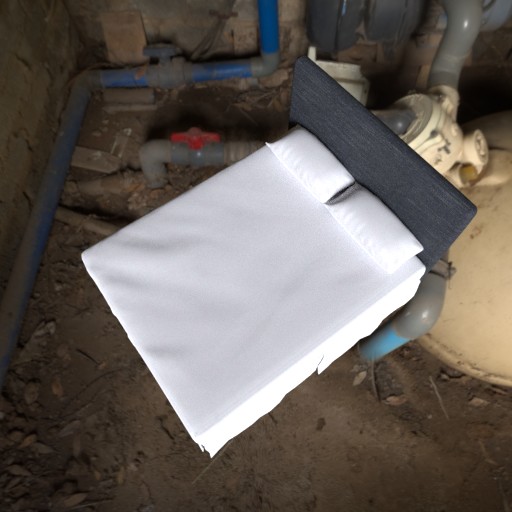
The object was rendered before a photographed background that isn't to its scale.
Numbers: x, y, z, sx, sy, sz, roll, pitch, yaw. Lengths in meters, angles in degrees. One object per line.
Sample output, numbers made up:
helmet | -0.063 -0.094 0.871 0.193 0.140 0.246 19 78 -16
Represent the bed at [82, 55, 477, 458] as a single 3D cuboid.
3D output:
bed | 0.000 0.000 3.184 2.142 1.330 1.723 -33 68 -15
